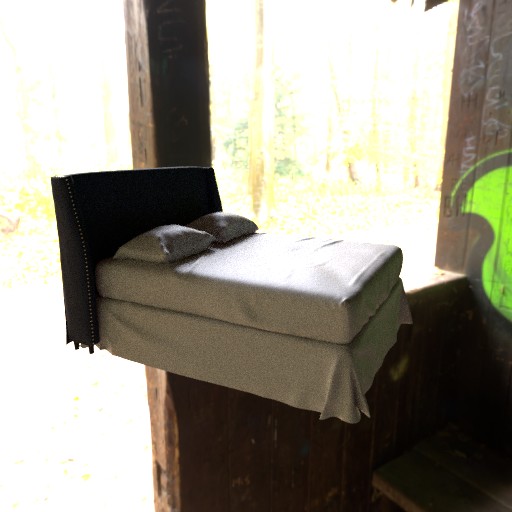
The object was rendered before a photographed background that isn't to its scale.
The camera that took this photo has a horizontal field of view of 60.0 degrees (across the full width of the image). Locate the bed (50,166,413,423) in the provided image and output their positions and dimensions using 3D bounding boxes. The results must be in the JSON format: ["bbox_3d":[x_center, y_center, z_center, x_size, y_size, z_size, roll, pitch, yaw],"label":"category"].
[{"bbox_3d":[0.000,0.000,3.536,2.276,1.332,1.925,7,15,27],"label":"bed"}]
